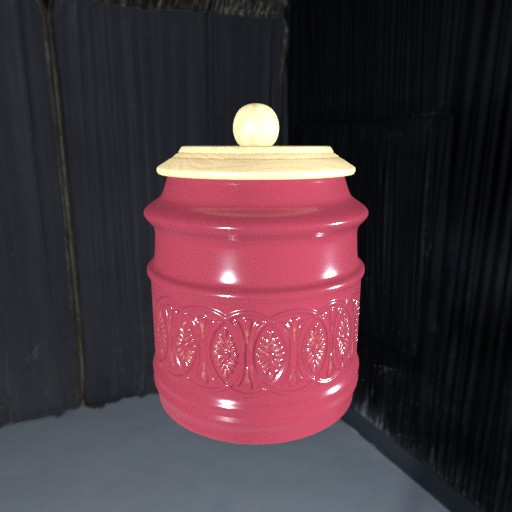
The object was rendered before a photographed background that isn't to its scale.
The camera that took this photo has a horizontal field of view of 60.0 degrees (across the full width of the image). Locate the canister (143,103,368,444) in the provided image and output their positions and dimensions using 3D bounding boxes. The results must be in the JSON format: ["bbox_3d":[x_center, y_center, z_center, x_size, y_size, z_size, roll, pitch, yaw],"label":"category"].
[{"bbox_3d":[0.000,0.000,0.270,0.130,0.176,0.130,0,14,0],"label":"canister"}]
